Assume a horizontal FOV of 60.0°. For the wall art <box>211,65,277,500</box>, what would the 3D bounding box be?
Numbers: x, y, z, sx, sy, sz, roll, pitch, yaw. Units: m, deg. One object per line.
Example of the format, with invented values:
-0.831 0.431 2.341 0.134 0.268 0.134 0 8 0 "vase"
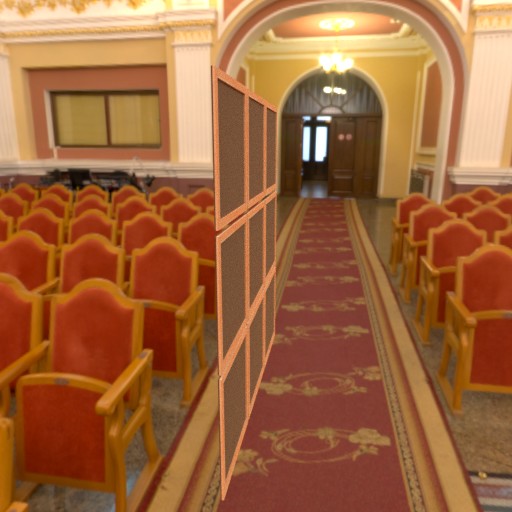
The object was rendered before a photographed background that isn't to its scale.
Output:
0.000 0.000 2.213 0.013 1.525 1.520 2 14 9 "wall art"
